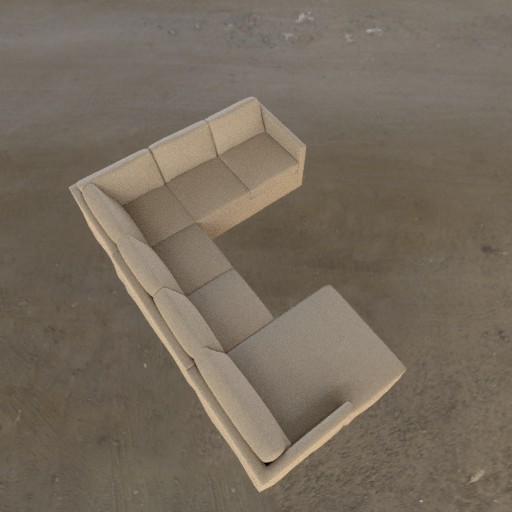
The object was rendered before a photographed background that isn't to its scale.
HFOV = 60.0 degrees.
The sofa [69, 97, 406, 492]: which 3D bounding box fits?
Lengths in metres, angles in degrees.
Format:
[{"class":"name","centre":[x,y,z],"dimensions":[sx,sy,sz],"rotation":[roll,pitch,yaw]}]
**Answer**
[{"class":"sofa","centre":[0.000,0.000,4.529],"dimensions":[2.476,0.878,3.528],"rotation":[-32,64,-18]}]
